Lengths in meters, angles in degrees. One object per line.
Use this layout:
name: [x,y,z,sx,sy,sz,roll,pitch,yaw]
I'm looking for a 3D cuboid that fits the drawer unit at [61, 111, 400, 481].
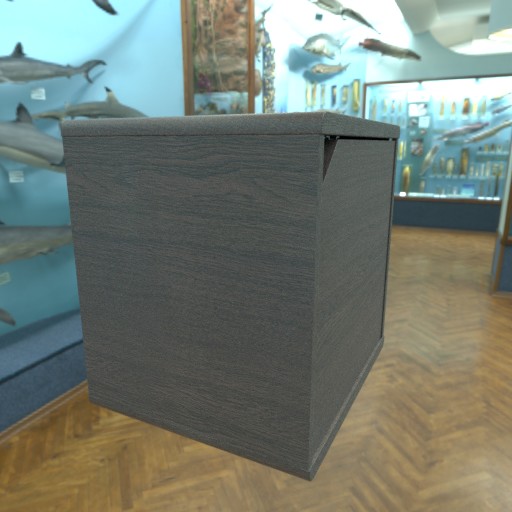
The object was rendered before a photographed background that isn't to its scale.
drawer unit: [0.000,0.000,0.593,0.290,0.344,0.344,7,16,26]
